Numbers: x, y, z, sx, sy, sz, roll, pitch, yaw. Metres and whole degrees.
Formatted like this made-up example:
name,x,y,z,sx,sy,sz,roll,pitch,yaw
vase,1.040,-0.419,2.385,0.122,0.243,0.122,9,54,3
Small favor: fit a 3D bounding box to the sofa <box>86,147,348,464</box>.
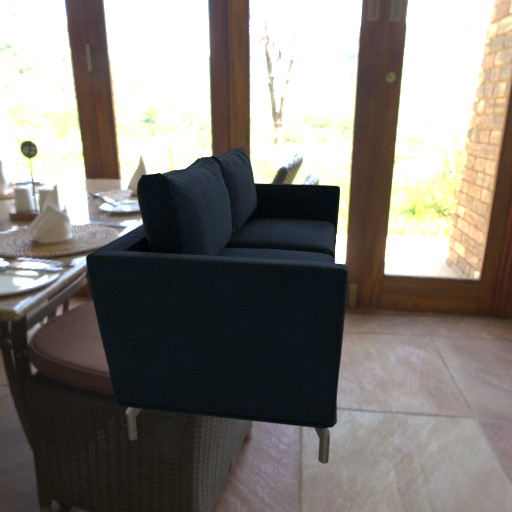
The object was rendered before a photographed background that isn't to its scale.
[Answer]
name,x,y,z,sx,sy,sz,roll,pitch,yaw
sofa,0.000,0.000,2.278,0.853,1.002,1.770,3,18,9
